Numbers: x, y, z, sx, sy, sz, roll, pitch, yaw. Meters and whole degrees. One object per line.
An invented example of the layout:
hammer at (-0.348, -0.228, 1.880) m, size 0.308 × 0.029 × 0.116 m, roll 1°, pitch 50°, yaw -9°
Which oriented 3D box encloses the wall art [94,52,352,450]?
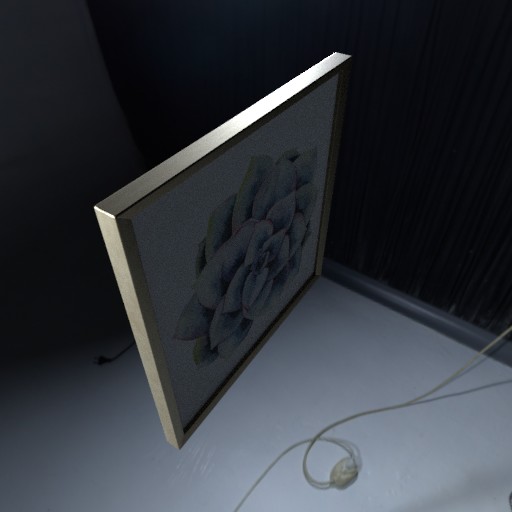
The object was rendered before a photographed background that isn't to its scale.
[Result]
wall art at (0.000, 0.000, 0.739) m, size 0.030 × 0.506 × 0.503 m, roll 25°, pitch 49°, yaw 24°
